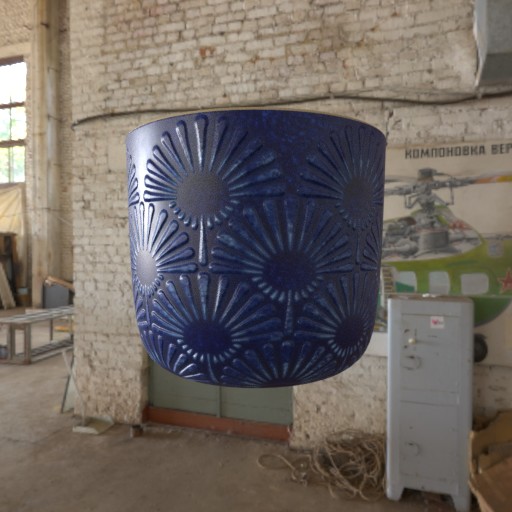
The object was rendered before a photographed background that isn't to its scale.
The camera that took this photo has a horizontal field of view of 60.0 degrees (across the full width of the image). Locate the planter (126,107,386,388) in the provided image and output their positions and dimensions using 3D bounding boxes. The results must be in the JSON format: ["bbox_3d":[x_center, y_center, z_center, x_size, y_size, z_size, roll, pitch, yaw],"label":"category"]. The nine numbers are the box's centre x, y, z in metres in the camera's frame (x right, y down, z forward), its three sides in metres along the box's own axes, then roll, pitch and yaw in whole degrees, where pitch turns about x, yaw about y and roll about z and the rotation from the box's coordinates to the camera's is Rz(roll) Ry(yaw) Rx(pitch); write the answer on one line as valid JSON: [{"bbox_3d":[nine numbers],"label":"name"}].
[{"bbox_3d":[0.000,0.000,0.220,0.124,0.109,0.124,0,1,0],"label":"planter"}]
